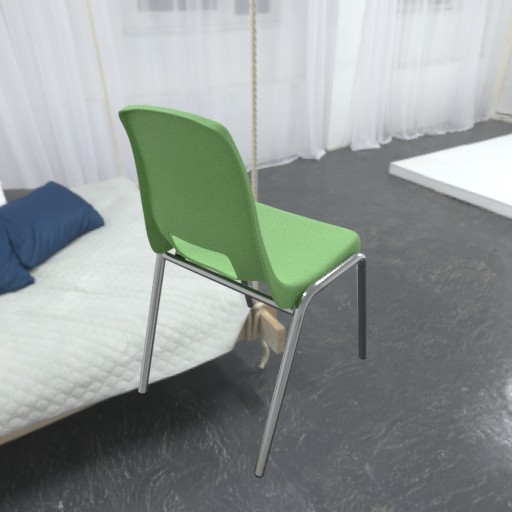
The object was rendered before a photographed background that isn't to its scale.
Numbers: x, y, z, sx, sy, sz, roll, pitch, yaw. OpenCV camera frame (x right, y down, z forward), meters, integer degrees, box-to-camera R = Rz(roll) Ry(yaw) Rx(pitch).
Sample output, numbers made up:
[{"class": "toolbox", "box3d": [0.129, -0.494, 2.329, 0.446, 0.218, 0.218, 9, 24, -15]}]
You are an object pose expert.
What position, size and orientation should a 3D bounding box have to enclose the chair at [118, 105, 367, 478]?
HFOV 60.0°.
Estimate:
[{"class": "chair", "box3d": [0.000, 0.000, 0.914, 0.381, 0.653, 0.436, 21, 35, 32]}]
